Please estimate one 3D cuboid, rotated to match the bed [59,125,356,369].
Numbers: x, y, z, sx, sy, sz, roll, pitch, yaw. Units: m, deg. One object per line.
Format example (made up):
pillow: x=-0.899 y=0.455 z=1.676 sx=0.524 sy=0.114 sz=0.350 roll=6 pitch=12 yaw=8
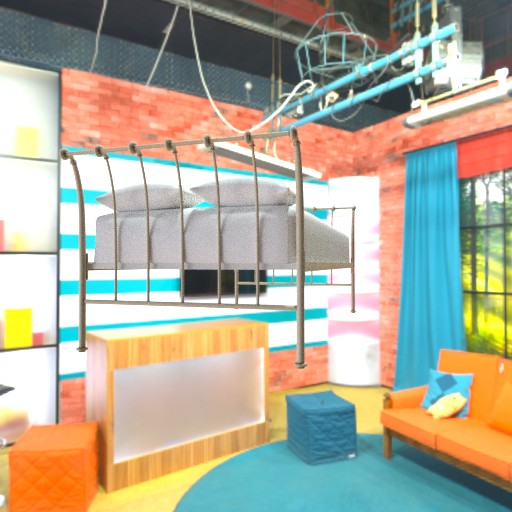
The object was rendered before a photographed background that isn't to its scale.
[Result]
bed: x=0.000 y=0.000 z=2.734 sx=1.032 sy=0.873 sz=2.228 roll=0 pitch=-1 yaw=18
